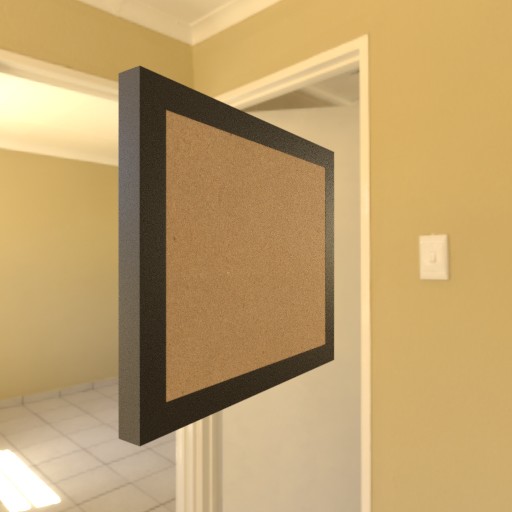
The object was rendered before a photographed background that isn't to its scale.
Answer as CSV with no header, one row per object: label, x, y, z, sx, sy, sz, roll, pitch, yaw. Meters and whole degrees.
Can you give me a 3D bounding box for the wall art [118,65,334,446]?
wall art,0.000,0.000,0.537,0.028,0.321,0.381,0,0,35
